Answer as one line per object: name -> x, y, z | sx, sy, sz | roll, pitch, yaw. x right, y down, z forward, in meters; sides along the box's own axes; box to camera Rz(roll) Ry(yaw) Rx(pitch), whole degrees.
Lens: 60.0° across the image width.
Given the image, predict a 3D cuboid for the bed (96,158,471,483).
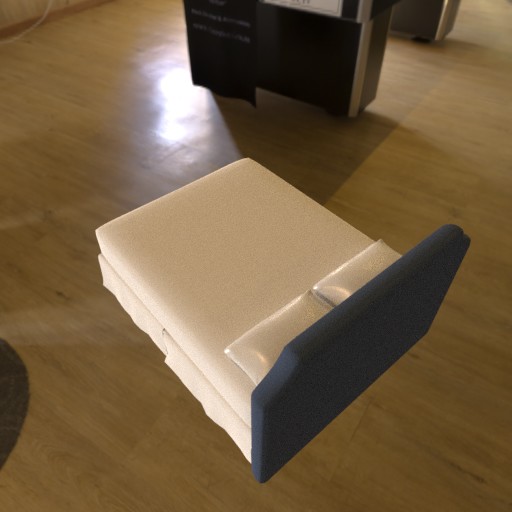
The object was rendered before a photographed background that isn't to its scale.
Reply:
bed -> 0.000, 0.000, 3.385 | 1.831, 1.297, 2.260 | -32, 54, -27
